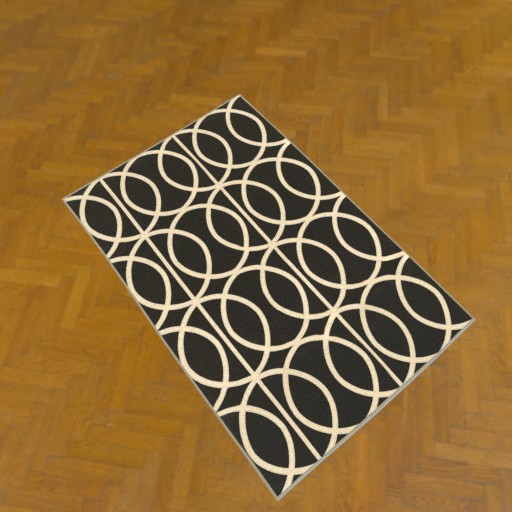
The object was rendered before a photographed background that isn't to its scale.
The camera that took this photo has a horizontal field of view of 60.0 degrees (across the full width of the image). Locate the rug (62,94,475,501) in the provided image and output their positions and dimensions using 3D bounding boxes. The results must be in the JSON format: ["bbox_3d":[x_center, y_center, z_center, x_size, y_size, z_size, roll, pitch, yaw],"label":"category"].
[{"bbox_3d":[0.000,0.000,2.805,1.528,0.014,2.294,-36,70,-15],"label":"rug"}]
